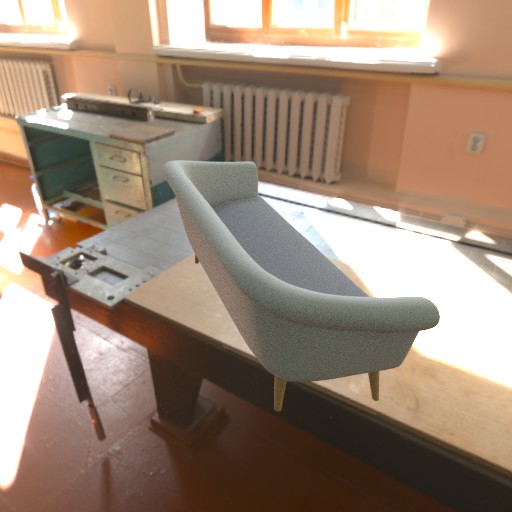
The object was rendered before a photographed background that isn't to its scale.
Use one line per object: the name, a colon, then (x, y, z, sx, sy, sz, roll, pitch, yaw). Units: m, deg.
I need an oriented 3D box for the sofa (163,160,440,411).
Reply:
sofa: (0.000, 0.000, 2.632, 0.827, 0.795, 2.160, -11, 31, -19)
